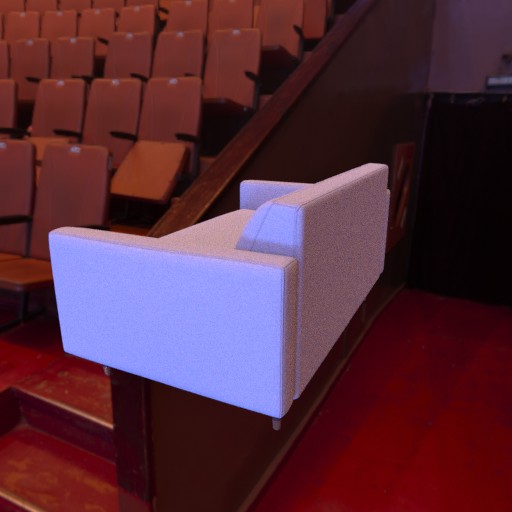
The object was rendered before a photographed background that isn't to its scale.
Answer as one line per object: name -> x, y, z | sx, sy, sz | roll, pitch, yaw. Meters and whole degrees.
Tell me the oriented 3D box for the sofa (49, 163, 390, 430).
sofa -> 0.000, 0.000, 2.132 | 0.950, 0.801, 1.585 | 8, 19, 25
